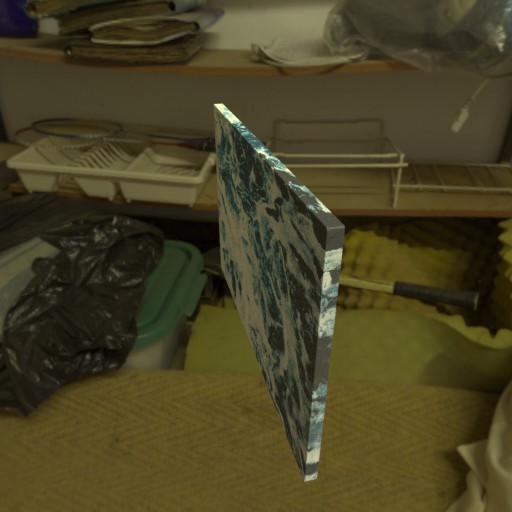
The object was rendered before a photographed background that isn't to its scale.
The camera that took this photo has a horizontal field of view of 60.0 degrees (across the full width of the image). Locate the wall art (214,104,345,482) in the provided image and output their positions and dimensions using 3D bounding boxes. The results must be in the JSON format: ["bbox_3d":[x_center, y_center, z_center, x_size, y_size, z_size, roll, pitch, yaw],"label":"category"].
[{"bbox_3d":[0.000,0.000,1.974,0.055,1.017,1.524,-8,31,-13],"label":"wall art"}]
